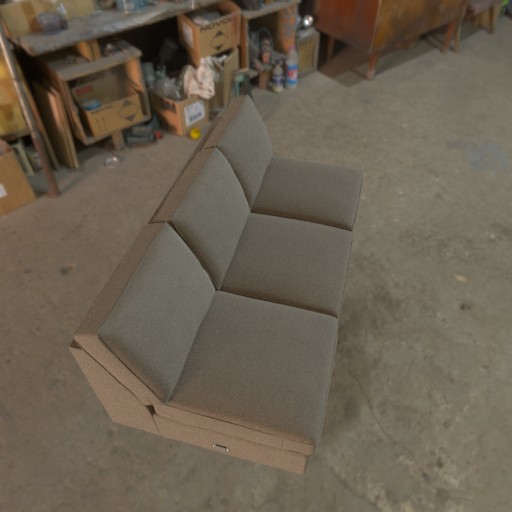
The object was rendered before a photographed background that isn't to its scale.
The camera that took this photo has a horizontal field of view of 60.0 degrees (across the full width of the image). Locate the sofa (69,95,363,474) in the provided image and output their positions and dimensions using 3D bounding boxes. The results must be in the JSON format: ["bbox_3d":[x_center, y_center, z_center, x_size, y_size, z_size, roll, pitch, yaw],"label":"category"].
[{"bbox_3d":[0.000,0.000,2.693,1.127,1.036,2.092,11,48,10],"label":"sofa"}]
